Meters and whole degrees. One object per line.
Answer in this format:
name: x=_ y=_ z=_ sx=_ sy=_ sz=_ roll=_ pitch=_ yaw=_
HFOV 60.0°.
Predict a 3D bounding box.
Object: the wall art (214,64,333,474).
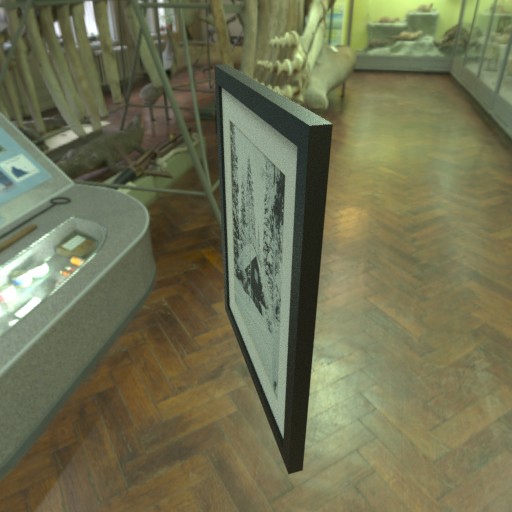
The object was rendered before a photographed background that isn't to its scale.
wall art: x=0.000 y=0.000 z=0.546 sx=0.018 sy=0.397 sz=0.325 roll=-8 pitch=31 yaw=-14
